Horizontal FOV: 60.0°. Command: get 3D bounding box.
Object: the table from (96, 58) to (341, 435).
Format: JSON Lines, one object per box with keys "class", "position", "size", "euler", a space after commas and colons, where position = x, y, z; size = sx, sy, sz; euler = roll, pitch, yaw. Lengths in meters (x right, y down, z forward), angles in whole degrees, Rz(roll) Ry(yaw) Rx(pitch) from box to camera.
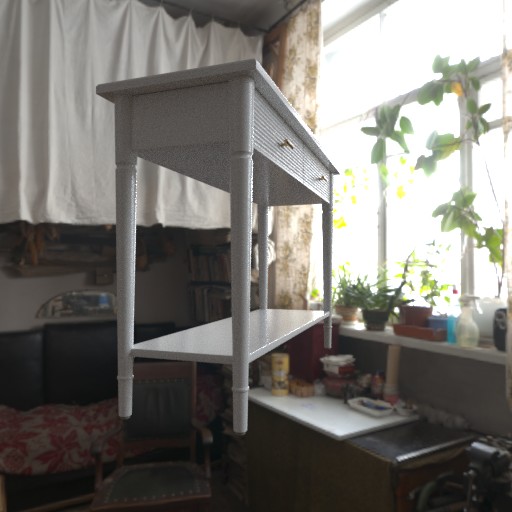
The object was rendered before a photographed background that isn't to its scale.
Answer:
{"class": "table", "position": [0.000, 0.000, 1.421], "size": [0.381, 0.749, 1.067], "euler": [0, -1, 20]}
